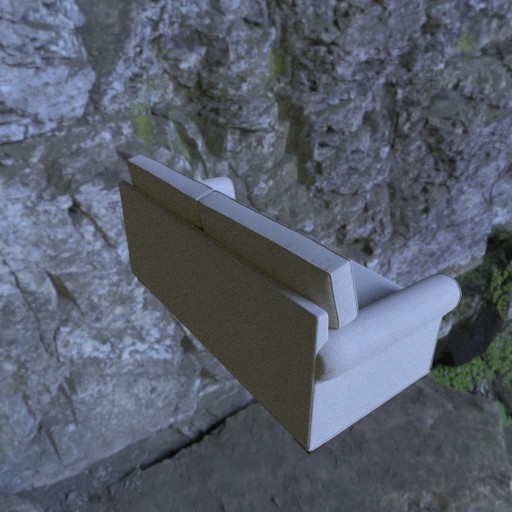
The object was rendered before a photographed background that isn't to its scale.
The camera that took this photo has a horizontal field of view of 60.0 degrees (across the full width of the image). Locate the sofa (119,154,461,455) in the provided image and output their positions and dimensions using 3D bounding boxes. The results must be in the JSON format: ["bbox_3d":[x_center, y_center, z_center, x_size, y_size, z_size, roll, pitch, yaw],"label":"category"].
[{"bbox_3d":[0.000,0.000,2.698,0.901,0.962,2.146,-19,33,-32],"label":"sofa"}]
